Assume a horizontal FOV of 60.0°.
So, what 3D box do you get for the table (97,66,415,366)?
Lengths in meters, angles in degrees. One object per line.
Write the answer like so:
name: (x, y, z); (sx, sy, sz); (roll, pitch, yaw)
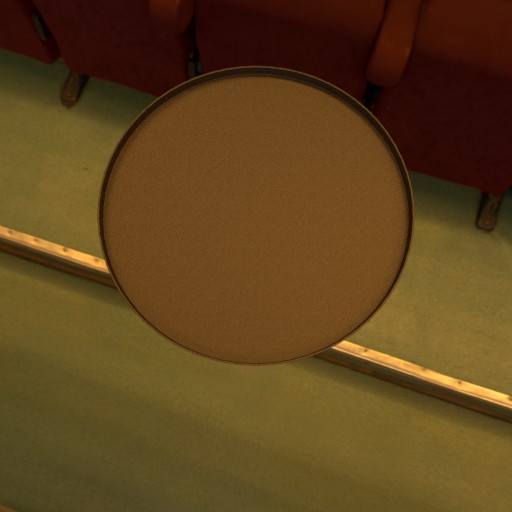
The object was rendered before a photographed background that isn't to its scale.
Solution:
table: (0.000, 0.000, 1.043); (0.502, 0.700, 0.502); (18, 77, 4)
